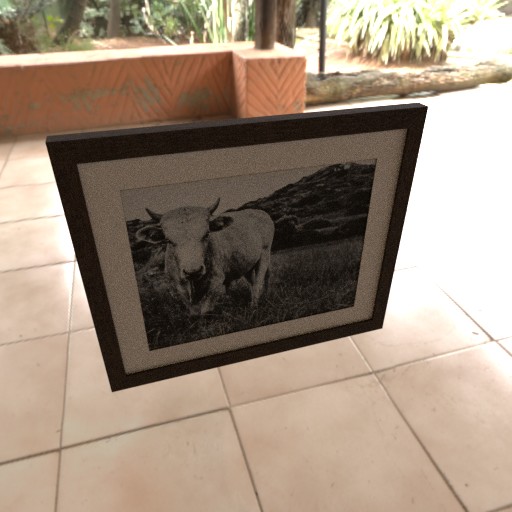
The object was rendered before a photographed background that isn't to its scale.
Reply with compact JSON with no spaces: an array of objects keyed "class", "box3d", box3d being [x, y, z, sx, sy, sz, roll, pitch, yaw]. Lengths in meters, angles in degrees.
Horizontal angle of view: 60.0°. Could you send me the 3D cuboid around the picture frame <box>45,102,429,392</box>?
[{"class":"picture frame","box3d":[0.000,0.000,0.743,0.546,0.455,0.026,-10,34,-15]}]
